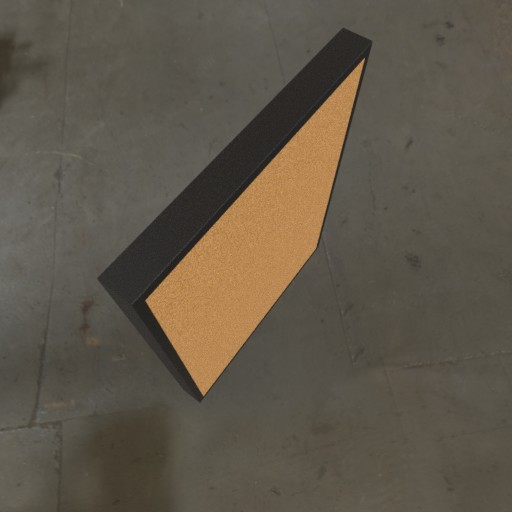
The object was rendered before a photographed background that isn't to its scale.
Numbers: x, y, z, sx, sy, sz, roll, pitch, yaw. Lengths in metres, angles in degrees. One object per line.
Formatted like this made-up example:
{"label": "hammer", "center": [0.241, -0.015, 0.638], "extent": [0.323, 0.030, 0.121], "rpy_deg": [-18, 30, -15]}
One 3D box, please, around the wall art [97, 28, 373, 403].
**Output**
{"label": "wall art", "center": [0.000, 0.000, 0.489], "extent": [0.030, 0.369, 0.294], "rpy_deg": [33, 68, 16]}
